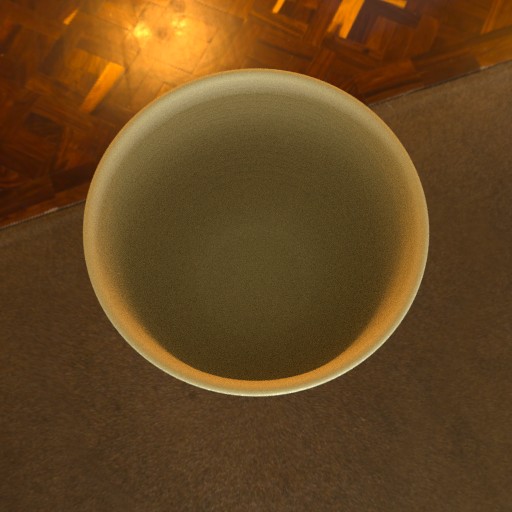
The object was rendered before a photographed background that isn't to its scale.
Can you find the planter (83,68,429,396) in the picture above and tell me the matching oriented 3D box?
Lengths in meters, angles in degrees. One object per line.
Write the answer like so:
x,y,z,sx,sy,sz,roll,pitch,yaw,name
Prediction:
0.000,0.000,0.290,0.169,0.153,0.169,0,75,0,planter
